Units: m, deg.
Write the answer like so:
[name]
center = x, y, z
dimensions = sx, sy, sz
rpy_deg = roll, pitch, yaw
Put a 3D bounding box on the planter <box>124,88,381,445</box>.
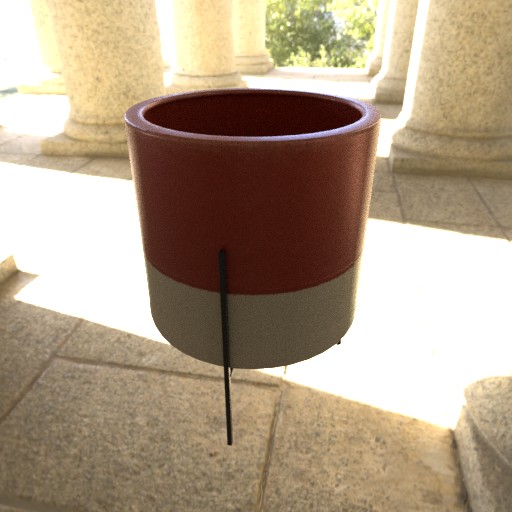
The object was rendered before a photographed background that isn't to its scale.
[planter]
center = 0.000, 0.000, 0.719
dimensions = 0.354, 0.465, 0.345
rpy_deg = -9, 31, -16
